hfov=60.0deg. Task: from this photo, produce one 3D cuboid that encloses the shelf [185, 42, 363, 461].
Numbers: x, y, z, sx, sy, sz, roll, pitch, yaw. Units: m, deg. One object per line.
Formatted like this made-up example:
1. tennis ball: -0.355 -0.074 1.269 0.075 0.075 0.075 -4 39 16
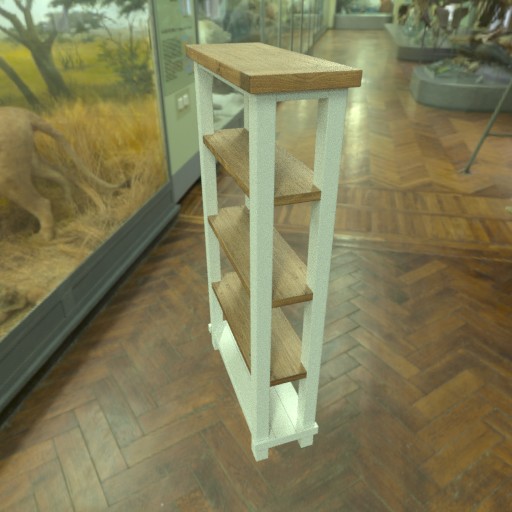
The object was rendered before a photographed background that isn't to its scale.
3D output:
1. shelf: 0.000 0.000 2.259 0.381 1.878 1.022 -10 32 -16
